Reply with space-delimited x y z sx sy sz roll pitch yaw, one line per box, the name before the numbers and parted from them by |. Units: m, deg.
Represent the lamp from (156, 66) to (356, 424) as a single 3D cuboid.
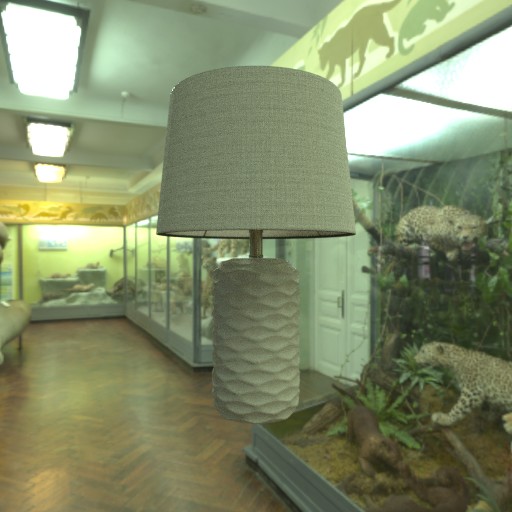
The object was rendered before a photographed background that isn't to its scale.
lamp | 0.000 0.000 0.853 0.376 0.594 0.376 0 0 0
